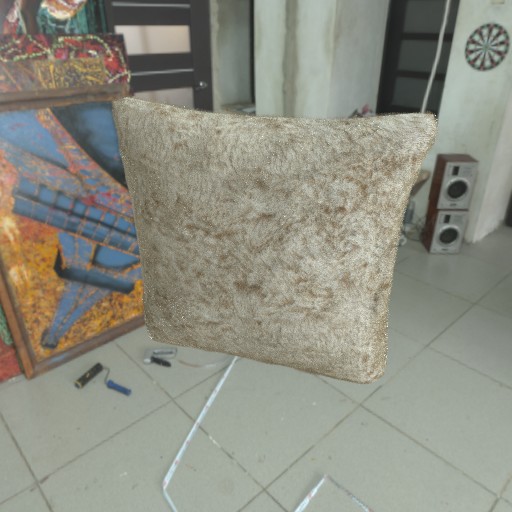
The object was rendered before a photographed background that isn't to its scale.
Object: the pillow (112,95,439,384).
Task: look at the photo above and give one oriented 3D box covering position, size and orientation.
[{"bbox_3d":[0.000,0.000,0.798,0.538,0.525,0.216,8,29,16],"label":"pillow"}]
